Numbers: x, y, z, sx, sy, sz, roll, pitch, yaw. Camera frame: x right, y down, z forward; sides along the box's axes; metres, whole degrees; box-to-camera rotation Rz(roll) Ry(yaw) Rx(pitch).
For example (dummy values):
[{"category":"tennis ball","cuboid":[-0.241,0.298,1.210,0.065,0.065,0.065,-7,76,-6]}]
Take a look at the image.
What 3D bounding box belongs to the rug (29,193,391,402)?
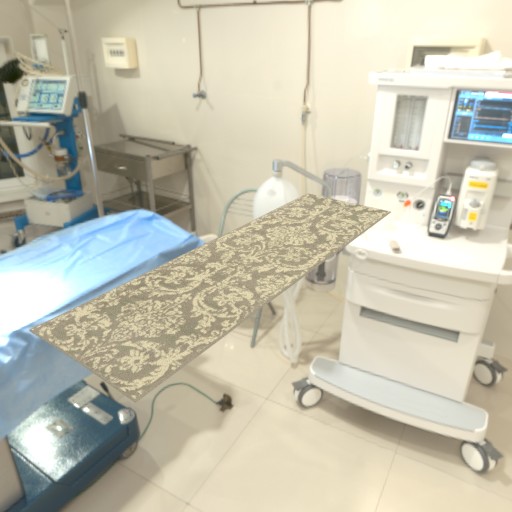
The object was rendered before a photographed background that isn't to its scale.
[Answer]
[{"category":"rug","cuboid":[0.000,0.000,2.409,0.662,0.011,2.196,18,32,33]}]
